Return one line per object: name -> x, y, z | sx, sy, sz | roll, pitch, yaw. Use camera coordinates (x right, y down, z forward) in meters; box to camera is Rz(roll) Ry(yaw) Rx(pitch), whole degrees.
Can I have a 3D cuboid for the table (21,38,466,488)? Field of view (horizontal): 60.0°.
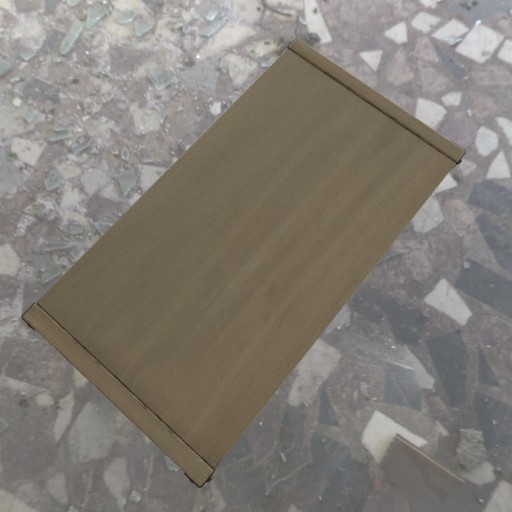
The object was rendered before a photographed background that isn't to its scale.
table -> 0.000, 0.000, 1.273 | 0.559, 0.456, 1.016 | 39, 77, 10
